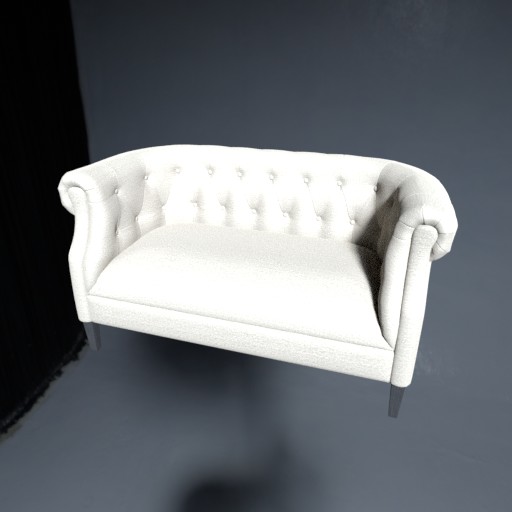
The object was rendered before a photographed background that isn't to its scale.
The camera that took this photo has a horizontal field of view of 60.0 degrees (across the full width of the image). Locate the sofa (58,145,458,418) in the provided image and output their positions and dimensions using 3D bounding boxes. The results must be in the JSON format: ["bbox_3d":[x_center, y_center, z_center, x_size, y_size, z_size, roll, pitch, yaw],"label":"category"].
[{"bbox_3d":[0.000,0.000,2.028,1.558,0.827,0.835,8,27,16],"label":"sofa"}]
